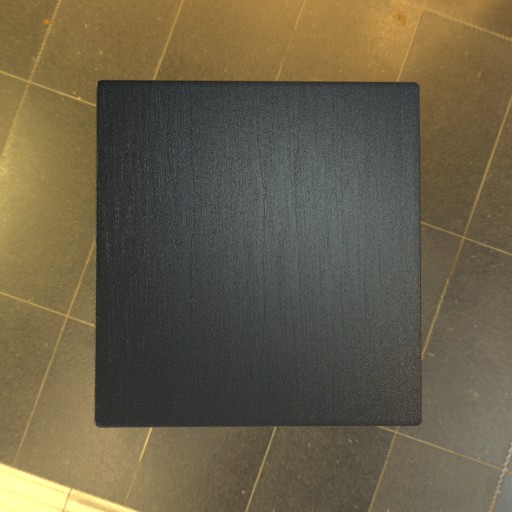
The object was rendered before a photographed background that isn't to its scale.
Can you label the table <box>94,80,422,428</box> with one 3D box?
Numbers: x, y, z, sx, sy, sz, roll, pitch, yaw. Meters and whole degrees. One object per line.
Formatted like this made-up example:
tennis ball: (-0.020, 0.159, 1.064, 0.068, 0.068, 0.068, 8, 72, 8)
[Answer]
table: (0.000, 0.000, 0.959, 0.500, 0.567, 0.533, 0, 89, -1)
